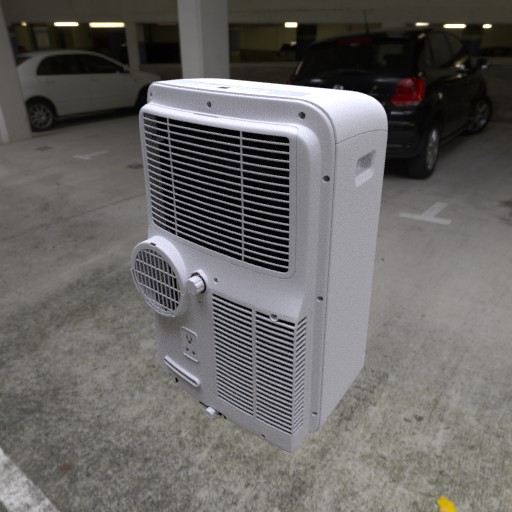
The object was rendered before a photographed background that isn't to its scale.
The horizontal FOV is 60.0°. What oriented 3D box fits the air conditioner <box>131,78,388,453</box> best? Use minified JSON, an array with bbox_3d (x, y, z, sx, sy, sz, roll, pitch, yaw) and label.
[{"bbox_3d":[0.000,0.000,0.955,0.454,0.700,0.365,20,34,33],"label":"air conditioner"}]
